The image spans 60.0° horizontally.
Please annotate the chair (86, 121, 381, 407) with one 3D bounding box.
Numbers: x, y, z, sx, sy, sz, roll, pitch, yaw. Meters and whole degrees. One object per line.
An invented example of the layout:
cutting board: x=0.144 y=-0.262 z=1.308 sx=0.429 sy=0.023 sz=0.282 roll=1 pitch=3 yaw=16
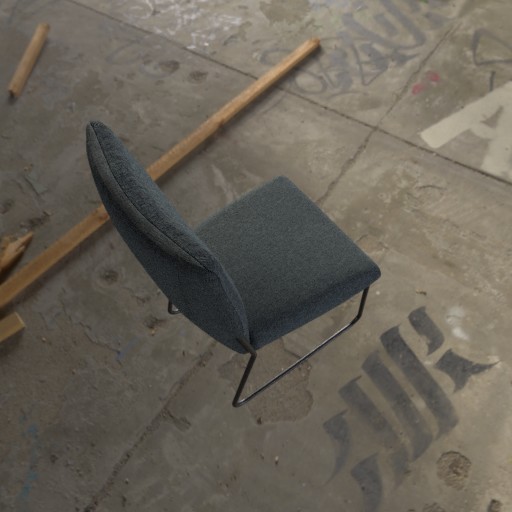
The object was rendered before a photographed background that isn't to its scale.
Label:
chair: x=0.000 y=0.000 z=1.250 sx=0.635 sy=0.931 sz=0.480 roll=-32 pitch=63 yaw=-18
